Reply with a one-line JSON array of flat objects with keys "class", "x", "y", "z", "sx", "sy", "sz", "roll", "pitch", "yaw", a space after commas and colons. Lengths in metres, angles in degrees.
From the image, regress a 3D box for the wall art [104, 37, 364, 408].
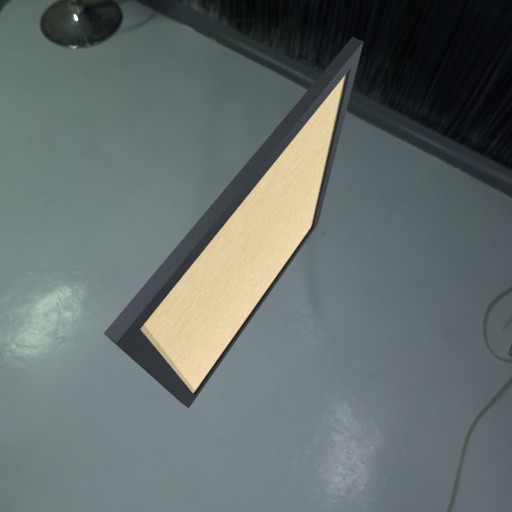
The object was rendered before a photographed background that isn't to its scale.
[{"class": "wall art", "x": 0.000, "y": 0.000, "z": 0.528, "sx": 0.012, "sy": 0.357, "sz": 0.358, "roll": 31, "pitch": 68, "yaw": 14}]
